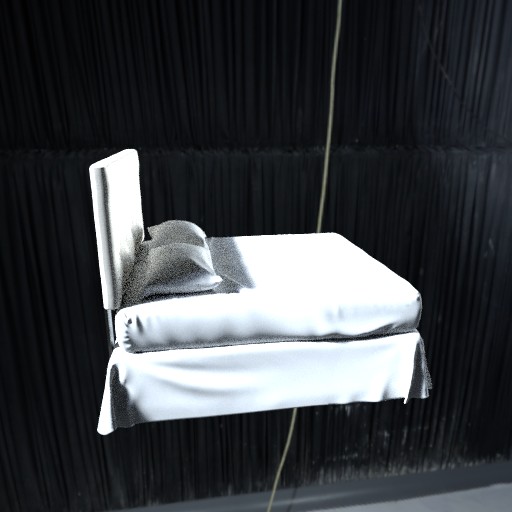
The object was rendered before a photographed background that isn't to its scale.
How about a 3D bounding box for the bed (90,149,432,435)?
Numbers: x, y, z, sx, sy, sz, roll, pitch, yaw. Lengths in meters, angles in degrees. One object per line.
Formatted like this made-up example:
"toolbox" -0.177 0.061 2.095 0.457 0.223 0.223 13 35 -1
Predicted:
"bed" 0.000 0.000 3.497 2.222 1.577 1.936 -3 17 -8
